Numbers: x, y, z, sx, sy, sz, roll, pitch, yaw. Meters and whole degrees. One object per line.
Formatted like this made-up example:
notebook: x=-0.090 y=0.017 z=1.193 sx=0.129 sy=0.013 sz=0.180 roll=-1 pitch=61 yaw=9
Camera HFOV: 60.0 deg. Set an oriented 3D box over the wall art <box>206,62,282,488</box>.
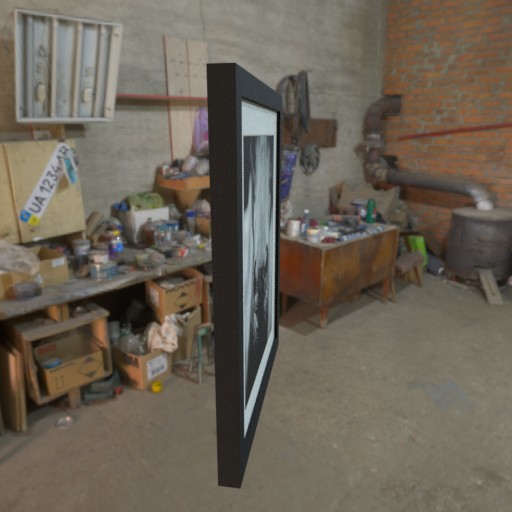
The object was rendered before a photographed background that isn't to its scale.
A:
wall art: x=0.000 y=0.000 z=0.558 sx=0.024 sy=0.404 sz=0.329 roll=3 pitch=16 yaw=9
